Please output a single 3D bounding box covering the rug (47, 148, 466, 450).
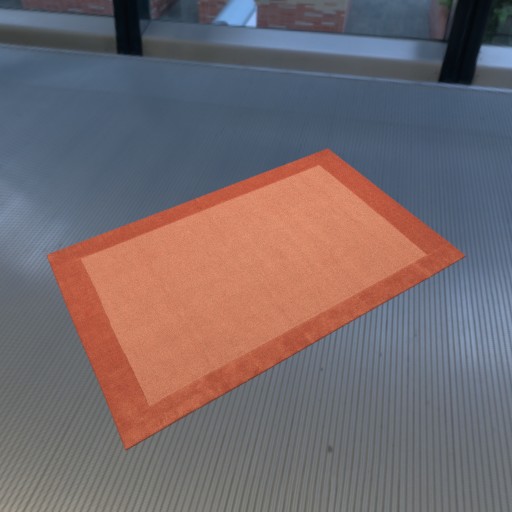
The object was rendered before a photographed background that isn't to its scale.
[{"bbox_3d":[0.000,0.000,3.030,2.438,0.014,1.524,-24,52,-21],"label":"rug"}]
